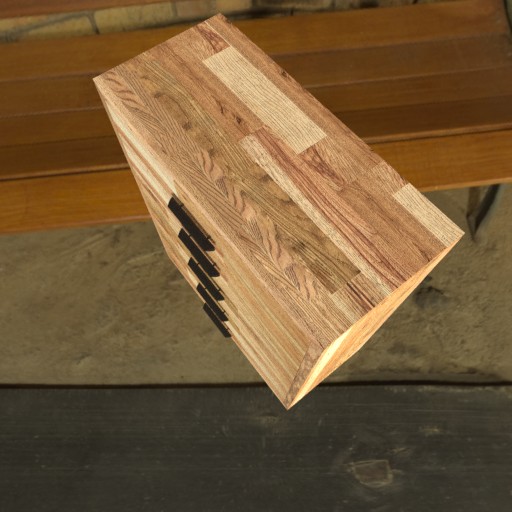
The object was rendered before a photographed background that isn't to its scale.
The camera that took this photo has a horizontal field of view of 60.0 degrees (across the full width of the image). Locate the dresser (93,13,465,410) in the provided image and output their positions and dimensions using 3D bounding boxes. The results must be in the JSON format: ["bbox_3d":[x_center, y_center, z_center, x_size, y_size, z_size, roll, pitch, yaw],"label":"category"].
[{"bbox_3d":[0.000,0.000,1.690,0.480,1.243,0.966,-35,70,-15],"label":"dresser"}]
